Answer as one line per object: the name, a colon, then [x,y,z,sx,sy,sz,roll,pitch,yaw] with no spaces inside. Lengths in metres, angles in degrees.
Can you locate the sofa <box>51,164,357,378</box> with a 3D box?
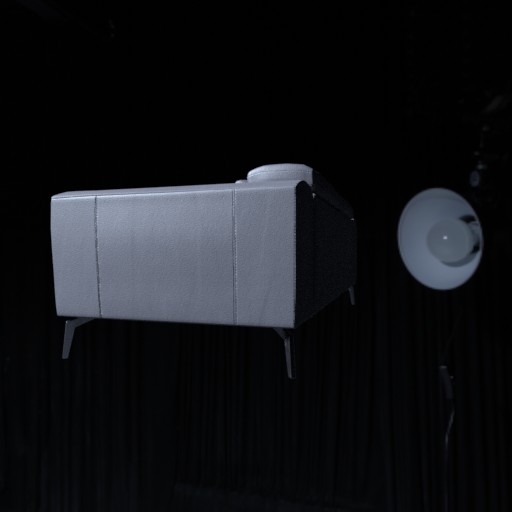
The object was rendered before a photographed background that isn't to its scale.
sofa: [0.000,0.000,2.731,1.048,0.814,2.330,0,1,18]
